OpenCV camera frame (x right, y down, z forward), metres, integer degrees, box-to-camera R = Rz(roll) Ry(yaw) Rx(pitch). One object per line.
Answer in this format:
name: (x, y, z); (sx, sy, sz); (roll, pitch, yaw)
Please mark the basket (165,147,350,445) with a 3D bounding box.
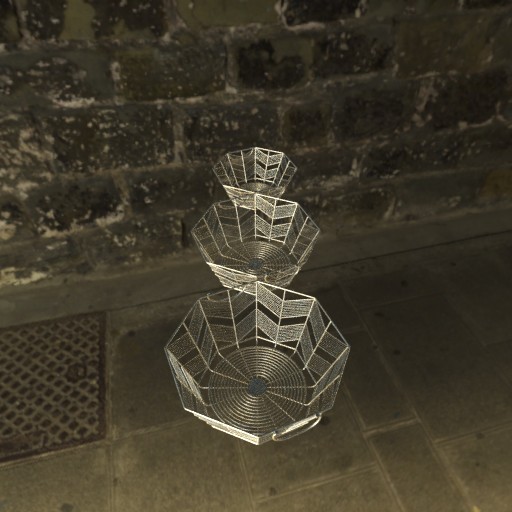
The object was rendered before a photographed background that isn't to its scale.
basket: (0.000, 0.000, 1.389); (0.432, 0.178, 1.246); (0, 43, 0)
